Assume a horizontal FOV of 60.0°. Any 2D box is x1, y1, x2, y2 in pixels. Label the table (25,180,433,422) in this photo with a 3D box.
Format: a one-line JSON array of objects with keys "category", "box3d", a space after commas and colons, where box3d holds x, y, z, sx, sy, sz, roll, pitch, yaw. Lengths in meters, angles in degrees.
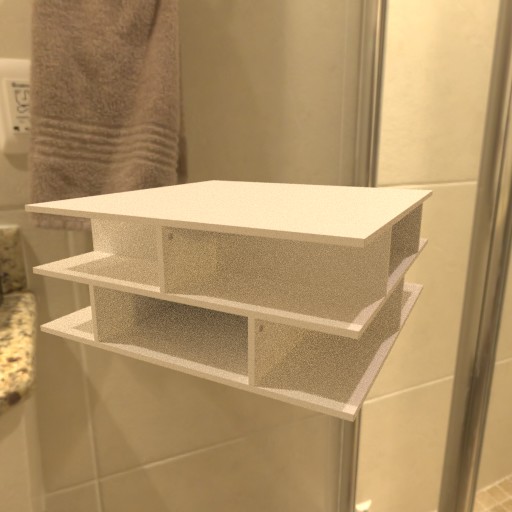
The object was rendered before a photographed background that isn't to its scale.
[{"category": "table", "box3d": [0.000, 0.000, 1.082, 0.700, 0.289, 0.700, 8, 16, 27]}]
